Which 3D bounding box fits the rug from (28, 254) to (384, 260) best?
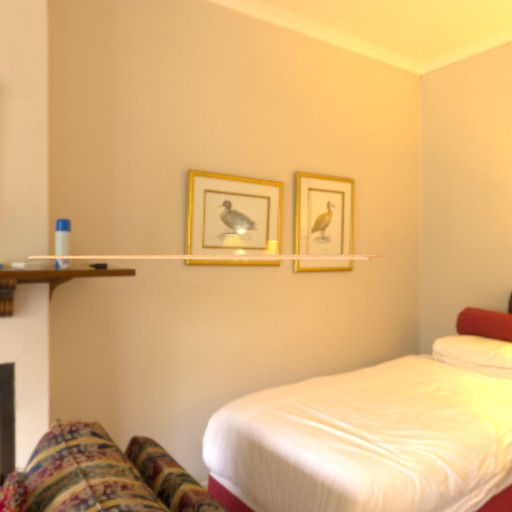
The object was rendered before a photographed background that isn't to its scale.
[{"bbox_3d":[0.000,0.000,2.813,1.524,0.013,2.134,0,0,18],"label":"rug"}]
